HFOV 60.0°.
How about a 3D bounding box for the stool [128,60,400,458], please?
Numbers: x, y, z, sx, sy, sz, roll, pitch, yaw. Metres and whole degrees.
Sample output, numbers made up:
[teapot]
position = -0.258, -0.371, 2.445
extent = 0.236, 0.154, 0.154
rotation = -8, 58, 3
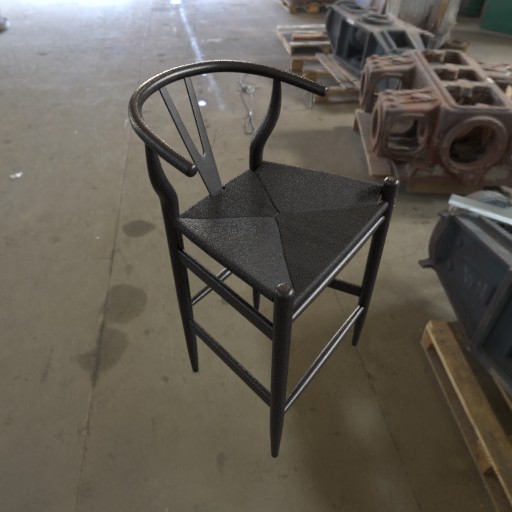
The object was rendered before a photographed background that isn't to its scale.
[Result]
[stool]
position = 0.000, 0.000, 1.325
extent = 0.579, 0.970, 0.569
rotation = 26, 47, 27
